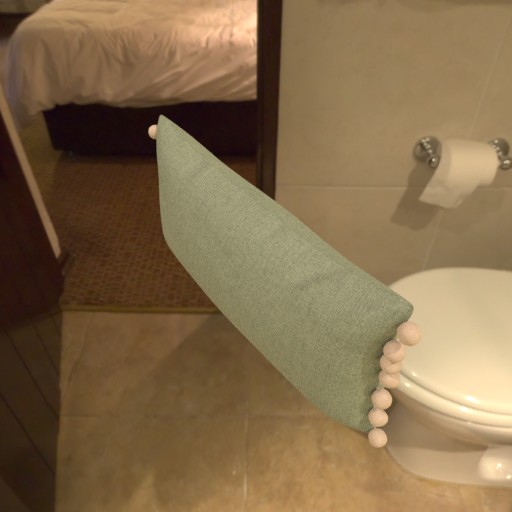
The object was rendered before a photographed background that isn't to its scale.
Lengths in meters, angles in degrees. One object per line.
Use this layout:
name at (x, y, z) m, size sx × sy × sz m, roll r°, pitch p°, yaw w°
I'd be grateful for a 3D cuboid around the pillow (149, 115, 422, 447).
pillow at (0.000, 0.000, 0.823) m, size 0.201 × 0.322 × 0.709 m, roll -26°, pitch 47°, yaw -27°
